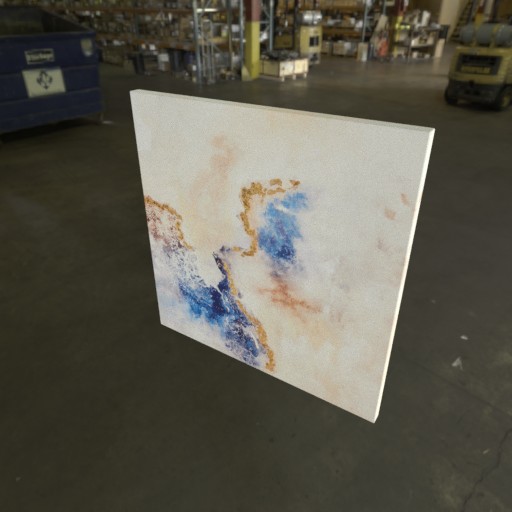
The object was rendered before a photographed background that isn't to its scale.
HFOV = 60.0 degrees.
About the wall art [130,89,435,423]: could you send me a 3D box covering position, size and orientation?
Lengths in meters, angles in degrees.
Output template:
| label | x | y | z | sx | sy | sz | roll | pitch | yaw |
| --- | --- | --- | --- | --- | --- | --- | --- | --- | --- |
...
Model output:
| label | x | y | z | sx | sy | sz | roll | pitch | yaw |
| --- | --- | --- | --- | --- | --- | --- | --- | --- | --- |
| wall art | 0.000 | 0.000 | 1.363 | 0.889 | 0.889 | 0.038 | 18 | 34 | 28 |
